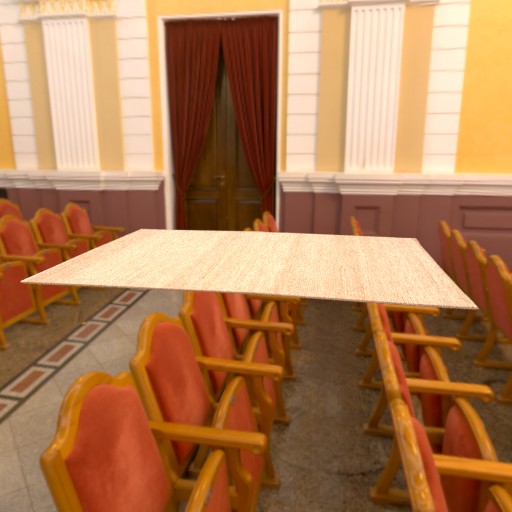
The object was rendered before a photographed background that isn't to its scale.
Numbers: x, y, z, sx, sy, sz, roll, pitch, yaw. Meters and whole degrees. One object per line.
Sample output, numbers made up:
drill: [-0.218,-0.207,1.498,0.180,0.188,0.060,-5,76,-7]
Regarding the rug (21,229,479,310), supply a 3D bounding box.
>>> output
rug: [0.000,0.000,2.972,2.346,0.029,1.574,2,14,10]
